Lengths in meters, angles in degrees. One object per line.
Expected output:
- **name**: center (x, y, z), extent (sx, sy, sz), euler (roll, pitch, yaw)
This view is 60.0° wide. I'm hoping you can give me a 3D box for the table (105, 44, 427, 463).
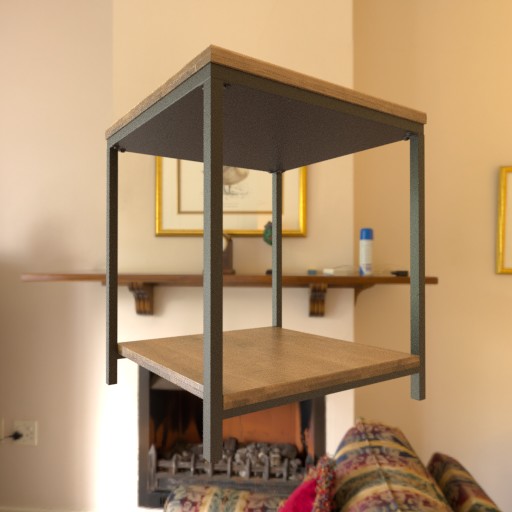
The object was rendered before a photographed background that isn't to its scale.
- **table**: center (0.000, 0.000, 0.971), extent (0.507, 0.589, 0.503), euler (0, -1, -35)
